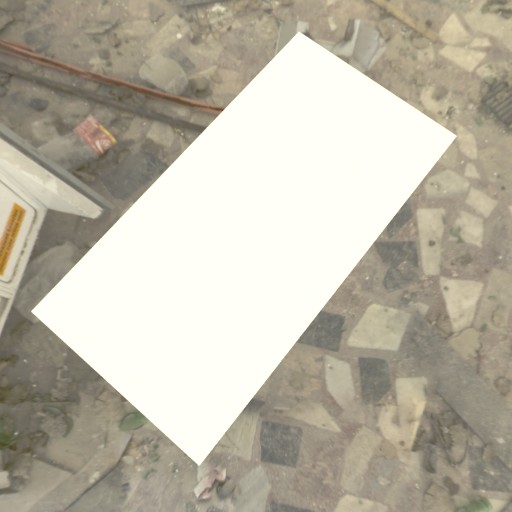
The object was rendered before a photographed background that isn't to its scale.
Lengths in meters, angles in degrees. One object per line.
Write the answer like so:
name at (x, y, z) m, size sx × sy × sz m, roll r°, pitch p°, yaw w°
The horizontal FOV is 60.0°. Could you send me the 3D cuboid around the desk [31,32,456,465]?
desk at (0.000, 0.000, 1.532) m, size 0.560 × 0.735 × 1.097 m, roll 38°, pitch 78°, yaw 10°
